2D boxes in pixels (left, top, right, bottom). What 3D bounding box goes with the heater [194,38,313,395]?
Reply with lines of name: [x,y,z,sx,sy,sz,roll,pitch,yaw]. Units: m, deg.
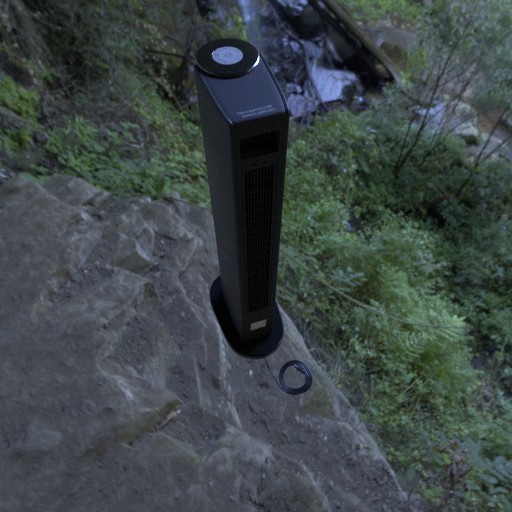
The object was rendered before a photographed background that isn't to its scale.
heater: [0.000,0.000,1.036,0.214,0.856,0.458,-16,58,-11]
